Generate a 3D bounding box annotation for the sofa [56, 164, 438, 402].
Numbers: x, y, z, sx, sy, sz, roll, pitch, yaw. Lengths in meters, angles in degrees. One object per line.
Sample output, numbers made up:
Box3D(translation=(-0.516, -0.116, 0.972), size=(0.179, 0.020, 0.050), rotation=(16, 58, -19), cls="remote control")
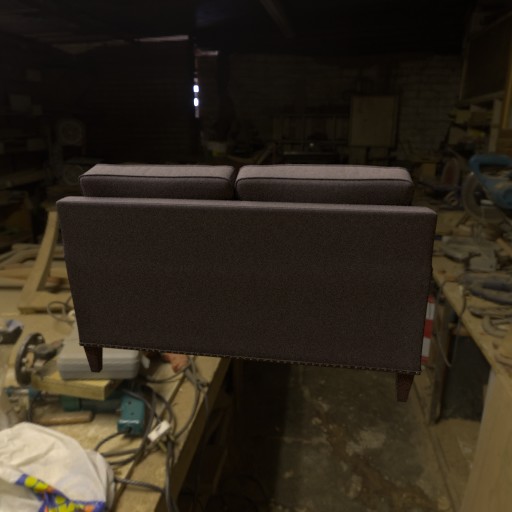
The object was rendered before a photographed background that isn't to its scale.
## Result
Box3D(translation=(0.000, 0.000, 2.303), size=(1.597, 1.003, 1.084), rotation=(3, 17, 9), cls="sofa")
